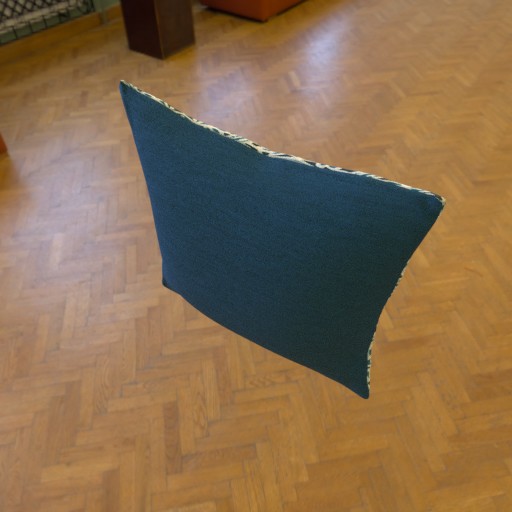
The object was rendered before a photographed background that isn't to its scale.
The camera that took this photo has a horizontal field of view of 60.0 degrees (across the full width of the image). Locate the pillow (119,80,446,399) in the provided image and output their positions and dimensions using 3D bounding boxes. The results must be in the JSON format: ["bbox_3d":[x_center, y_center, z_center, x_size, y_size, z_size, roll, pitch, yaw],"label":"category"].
[{"bbox_3d":[0.000,0.000,0.653,0.440,0.420,0.145,26,52,22],"label":"pillow"}]
